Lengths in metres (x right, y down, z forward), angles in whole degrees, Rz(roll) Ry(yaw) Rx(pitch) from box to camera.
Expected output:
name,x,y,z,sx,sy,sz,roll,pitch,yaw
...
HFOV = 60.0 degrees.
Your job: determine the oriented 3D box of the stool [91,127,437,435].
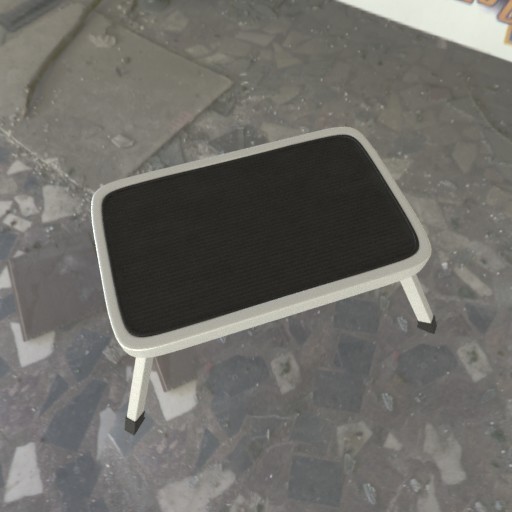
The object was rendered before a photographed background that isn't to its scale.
name,x,y,z,sx,sy,sz,roll,pitch,yaw
stool,0.000,0.000,0.614,0.460,0.170,0.320,-16,61,-9
